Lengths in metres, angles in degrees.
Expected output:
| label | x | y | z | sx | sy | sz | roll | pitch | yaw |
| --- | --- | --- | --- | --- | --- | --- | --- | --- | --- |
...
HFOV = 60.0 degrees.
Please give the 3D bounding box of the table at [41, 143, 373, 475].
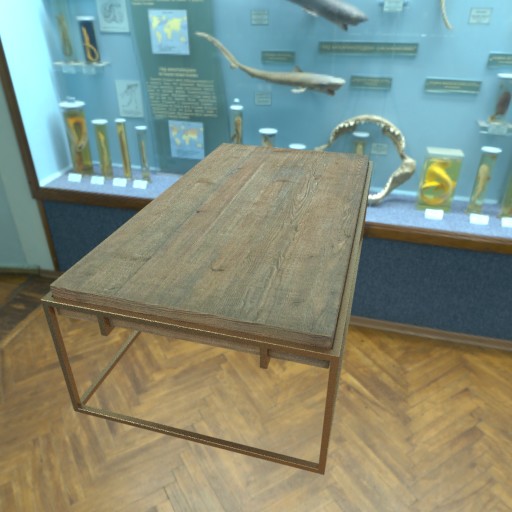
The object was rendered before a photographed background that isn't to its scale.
| label | x | y | z | sx | sy | sz | roll | pitch | yaw |
| --- | --- | --- | --- | --- | --- | --- | --- | --- | --- |
| table | 0.000 | 0.000 | 1.740 | 0.775 | 0.468 | 1.387 | 8 | 31 | 14 |
